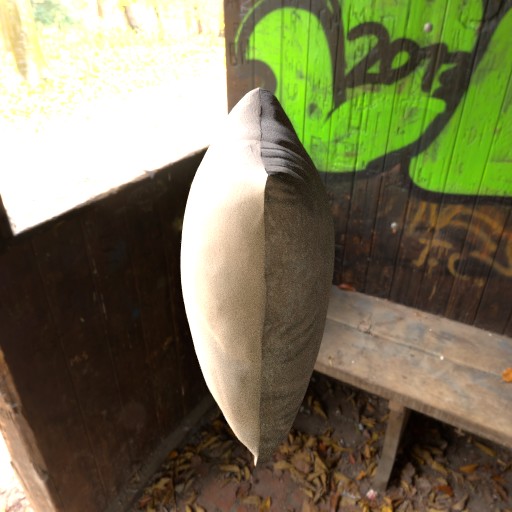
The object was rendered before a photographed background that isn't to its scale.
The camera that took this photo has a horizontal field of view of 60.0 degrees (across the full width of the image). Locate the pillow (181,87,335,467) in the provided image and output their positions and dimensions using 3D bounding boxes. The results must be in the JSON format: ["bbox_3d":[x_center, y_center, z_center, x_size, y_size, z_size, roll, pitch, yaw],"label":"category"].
[{"bbox_3d":[0.000,0.000,0.723,0.245,0.448,0.450,1,31,1],"label":"pillow"}]
